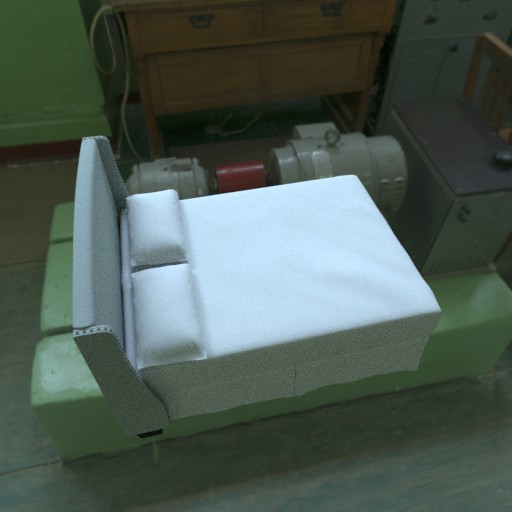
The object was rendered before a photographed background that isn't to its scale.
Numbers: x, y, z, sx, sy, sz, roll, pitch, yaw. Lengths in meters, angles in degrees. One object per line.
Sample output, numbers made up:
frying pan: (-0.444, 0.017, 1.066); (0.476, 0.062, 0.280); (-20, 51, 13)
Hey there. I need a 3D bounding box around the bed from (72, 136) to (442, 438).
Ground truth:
bed: (0.000, 0.000, 3.246); (2.237, 1.407, 1.710); (-10, 48, -9)
